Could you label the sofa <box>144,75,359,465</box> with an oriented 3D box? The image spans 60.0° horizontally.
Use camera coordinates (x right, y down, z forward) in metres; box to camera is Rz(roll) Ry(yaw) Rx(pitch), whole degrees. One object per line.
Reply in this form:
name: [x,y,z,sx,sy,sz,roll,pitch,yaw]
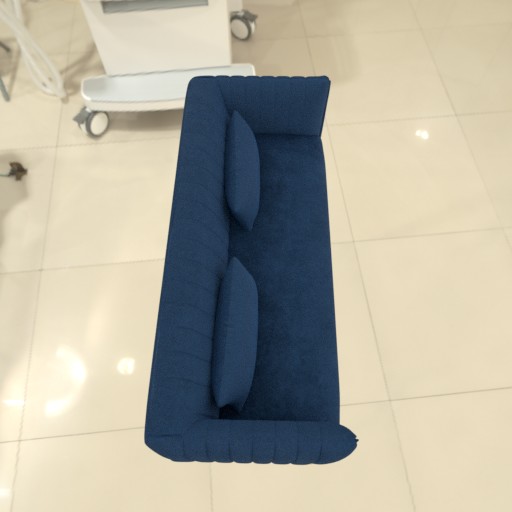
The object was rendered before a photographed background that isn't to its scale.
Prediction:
sofa: [0.000,0.000,2.516,0.896,0.793,2.136,1,63,1]
